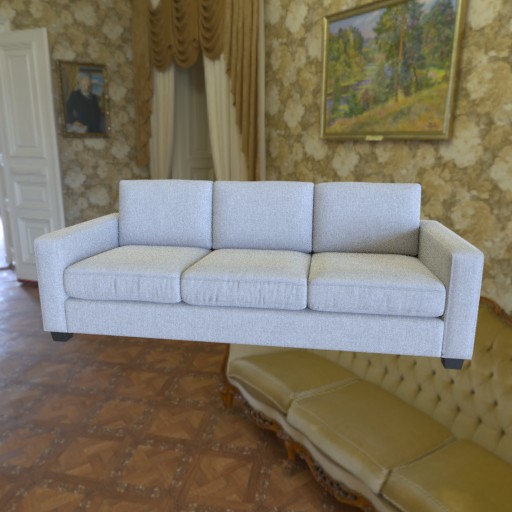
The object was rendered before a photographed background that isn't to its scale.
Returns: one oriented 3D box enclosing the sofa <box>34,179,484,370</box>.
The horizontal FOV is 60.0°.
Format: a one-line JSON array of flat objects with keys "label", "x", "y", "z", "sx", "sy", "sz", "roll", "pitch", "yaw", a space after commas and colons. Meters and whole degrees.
[{"label": "sofa", "x": 0.000, "y": 0.000, "z": 2.494, "sx": 2.120, "sy": 0.800, "sz": 0.900, "roll": 2, "pitch": 14, "yaw": 9}]
